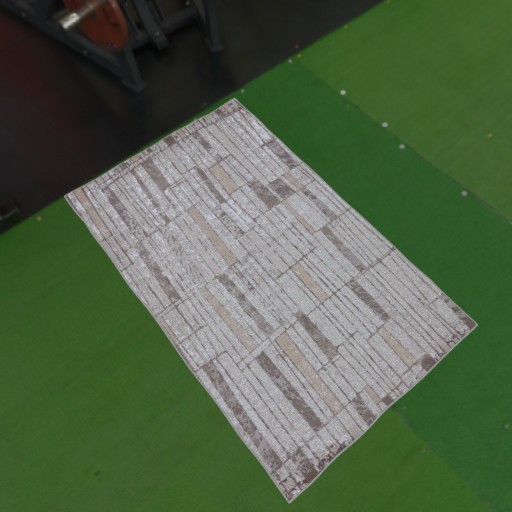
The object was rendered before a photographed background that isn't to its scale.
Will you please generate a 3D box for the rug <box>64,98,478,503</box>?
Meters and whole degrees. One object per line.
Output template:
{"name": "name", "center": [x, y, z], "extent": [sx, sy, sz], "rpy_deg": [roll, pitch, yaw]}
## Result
{"name": "rug", "center": [0.000, 0.000, 2.921], "extent": [1.531, 0.023, 2.444], "rpy_deg": [-36, 68, -16]}
